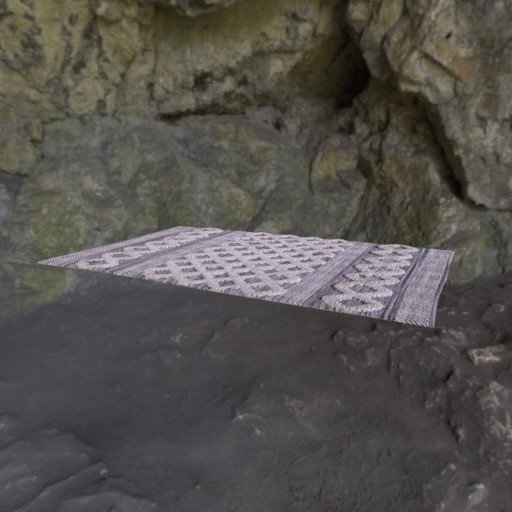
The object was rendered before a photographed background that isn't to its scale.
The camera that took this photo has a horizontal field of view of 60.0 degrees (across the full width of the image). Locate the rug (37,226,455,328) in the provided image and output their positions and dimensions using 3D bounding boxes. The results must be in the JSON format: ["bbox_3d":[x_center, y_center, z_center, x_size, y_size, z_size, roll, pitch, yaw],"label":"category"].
[{"bbox_3d":[0.000,0.000,2.924,2.333,0.033,1.513,7,15,26],"label":"rug"}]
